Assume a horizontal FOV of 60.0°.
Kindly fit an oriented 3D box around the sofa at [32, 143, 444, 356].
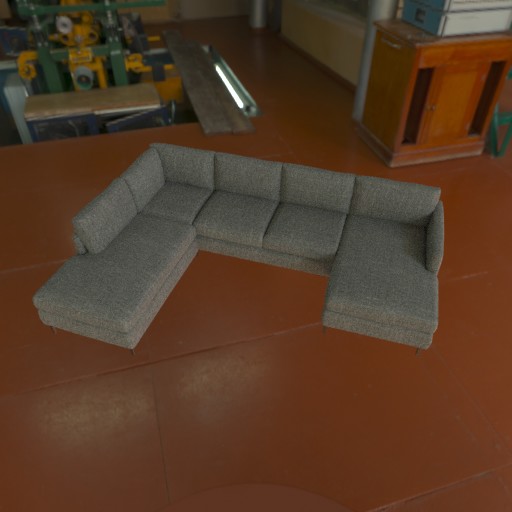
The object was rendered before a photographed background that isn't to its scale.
[{"bbox_3d":[0.000,0.000,3.451,2.737,0.756,1.879,12,43,13],"label":"sofa"}]
